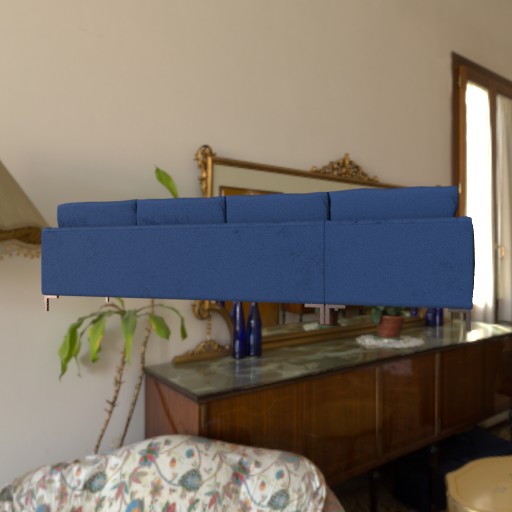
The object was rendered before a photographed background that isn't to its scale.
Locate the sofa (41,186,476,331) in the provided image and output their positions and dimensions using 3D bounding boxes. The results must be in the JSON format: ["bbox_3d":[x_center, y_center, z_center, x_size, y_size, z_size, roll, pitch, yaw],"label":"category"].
[{"bbox_3d":[0.000,0.000,2.866,2.450,0.679,1.128,0,0,18],"label":"sofa"}]
